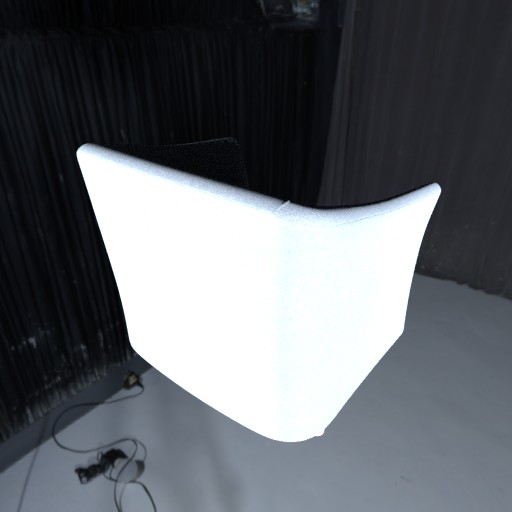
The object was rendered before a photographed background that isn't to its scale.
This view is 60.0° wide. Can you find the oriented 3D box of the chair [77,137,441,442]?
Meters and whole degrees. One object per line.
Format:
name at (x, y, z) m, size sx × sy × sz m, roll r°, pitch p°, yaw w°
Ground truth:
chair at (0.000, 0.000, 1.321) m, size 0.790 × 0.720 × 0.700 m, roll 22°, pitch 37°, yaw 32°
